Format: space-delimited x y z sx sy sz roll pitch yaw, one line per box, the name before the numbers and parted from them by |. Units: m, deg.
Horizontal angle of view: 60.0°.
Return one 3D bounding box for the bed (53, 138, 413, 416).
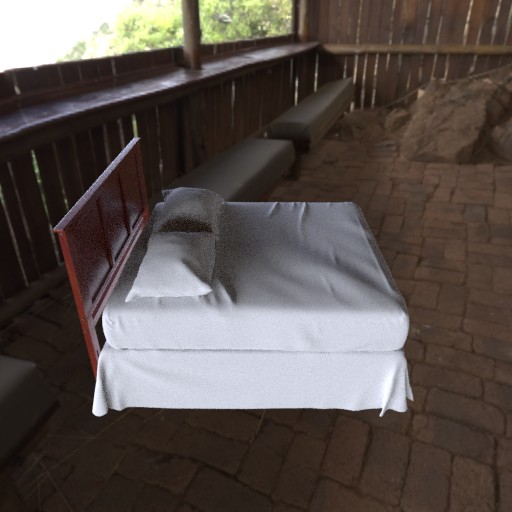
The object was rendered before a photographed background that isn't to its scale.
bed | 0.000 0.000 3.255 2.050 1.270 1.870 0 31 1
